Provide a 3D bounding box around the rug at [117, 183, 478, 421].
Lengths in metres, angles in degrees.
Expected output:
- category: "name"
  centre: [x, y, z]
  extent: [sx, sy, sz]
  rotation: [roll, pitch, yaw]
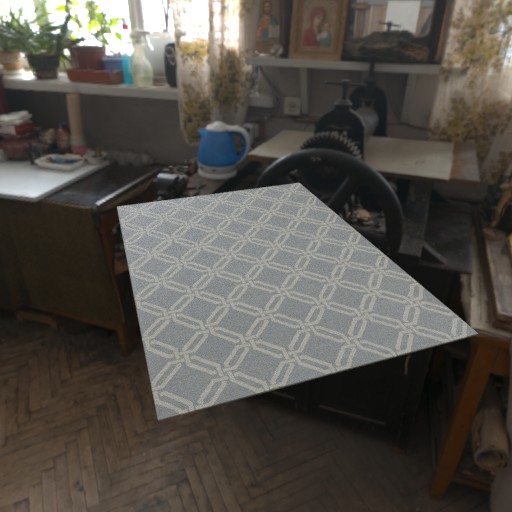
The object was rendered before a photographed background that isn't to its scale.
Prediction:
- category: "rug"
  centre: [0.000, 0.000, 4.410]
  extent: [2.438, 0.013, 3.353]
  rotation: [-10, 32, -17]
